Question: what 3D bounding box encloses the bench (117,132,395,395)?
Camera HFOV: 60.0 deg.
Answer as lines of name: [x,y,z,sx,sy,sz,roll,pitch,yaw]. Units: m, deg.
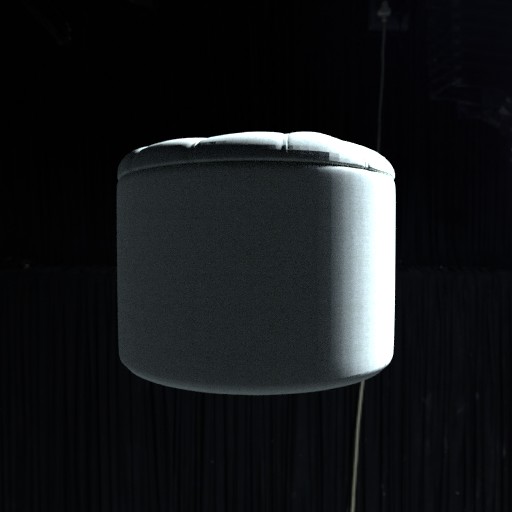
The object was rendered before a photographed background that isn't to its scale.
bench: [0.000,0.000,1.003,0.600,0.453,0.600,0,2,0]
